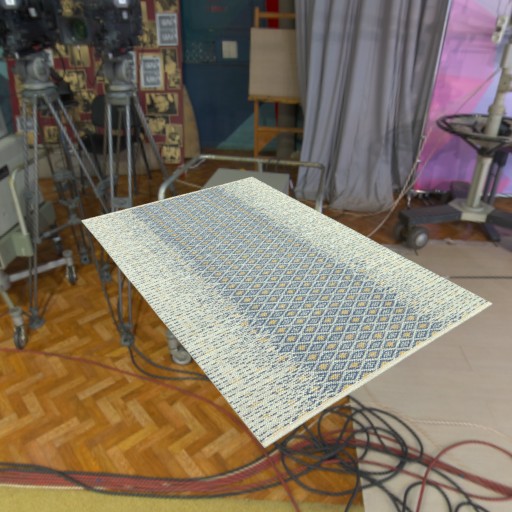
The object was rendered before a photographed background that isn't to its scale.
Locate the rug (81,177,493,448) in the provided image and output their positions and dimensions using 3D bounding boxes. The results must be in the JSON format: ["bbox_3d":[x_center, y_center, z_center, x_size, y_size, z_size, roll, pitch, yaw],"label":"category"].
[{"bbox_3d":[0.000,0.000,2.257,1.219,0.005,1.828,-20,37,-29],"label":"rug"}]
